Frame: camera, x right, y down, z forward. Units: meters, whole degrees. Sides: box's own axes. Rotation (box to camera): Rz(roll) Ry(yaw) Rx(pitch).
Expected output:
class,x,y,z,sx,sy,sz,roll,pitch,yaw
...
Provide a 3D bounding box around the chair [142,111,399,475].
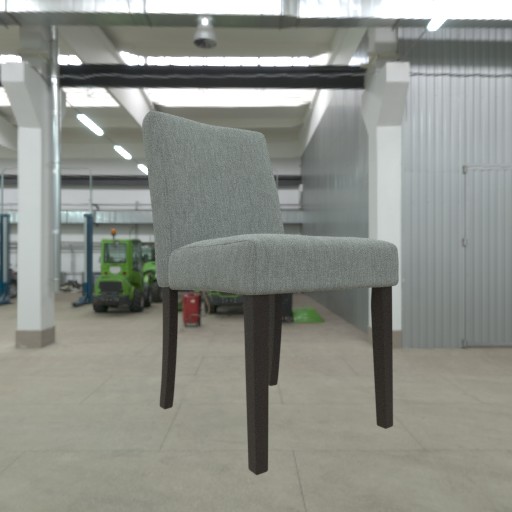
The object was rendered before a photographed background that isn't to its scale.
class,x,y,z,sx,sy,sz,roll,pitch,yaw
chair,0.000,0.000,1.260,0.487,0.884,0.629,0,0,-36
